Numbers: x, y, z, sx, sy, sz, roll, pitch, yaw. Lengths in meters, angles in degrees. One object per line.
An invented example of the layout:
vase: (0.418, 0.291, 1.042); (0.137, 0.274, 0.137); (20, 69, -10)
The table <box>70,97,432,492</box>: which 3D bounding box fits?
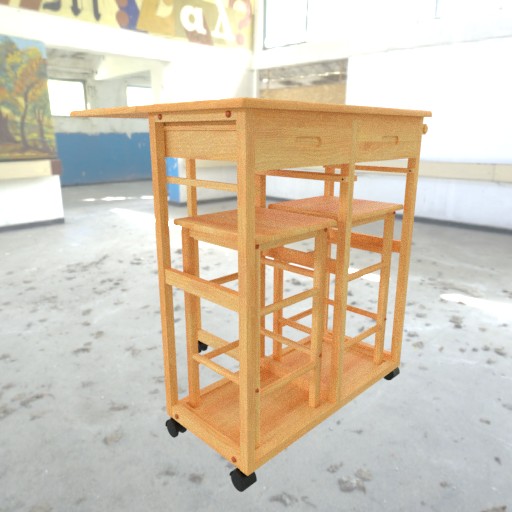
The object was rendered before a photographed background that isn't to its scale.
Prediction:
table: (0.000, 0.000, 1.336); (0.752, 0.832, 0.693); (-15, 21, -43)
